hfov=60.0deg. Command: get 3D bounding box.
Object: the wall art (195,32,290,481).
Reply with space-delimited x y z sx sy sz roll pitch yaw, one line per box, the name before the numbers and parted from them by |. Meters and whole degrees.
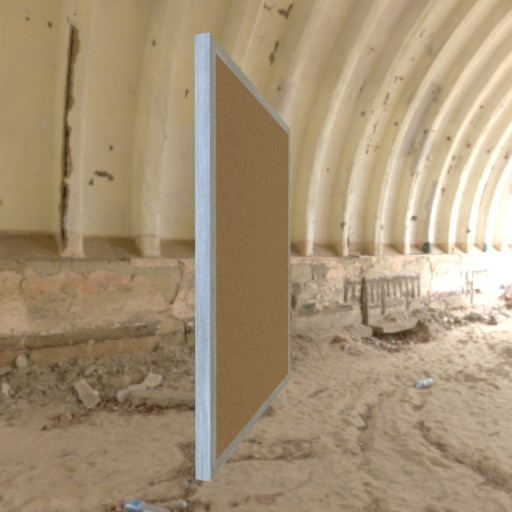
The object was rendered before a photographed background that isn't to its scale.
wall art | 0.000 0.000 0.806 0.022 0.582 0.479 0 1 17
